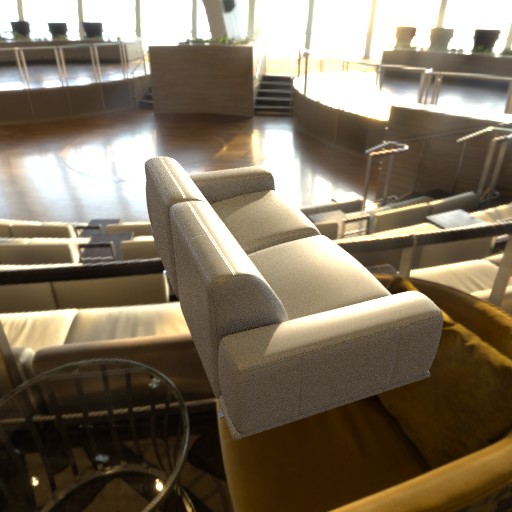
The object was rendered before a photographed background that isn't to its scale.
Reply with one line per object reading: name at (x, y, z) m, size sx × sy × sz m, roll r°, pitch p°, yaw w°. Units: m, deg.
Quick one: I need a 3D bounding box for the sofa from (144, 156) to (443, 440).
sofa at (0.000, 0.000, 2.404) m, size 0.900 × 0.772 × 1.901 m, roll -11°, pitch 32°, yaw -18°
